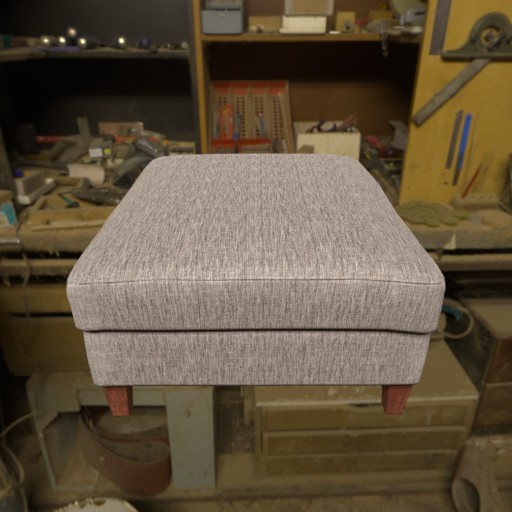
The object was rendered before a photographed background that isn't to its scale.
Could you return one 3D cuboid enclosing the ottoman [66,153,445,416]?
[{"bbox_3d":[0.000,0.000,1.453,0.839,0.492,0.994,0,28,0],"label":"ottoman"}]
